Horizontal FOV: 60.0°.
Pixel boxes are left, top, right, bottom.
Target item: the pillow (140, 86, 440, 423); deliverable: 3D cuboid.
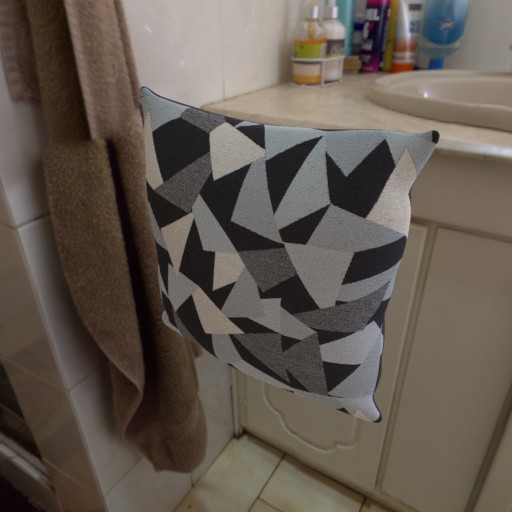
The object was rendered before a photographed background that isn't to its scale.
[{"bbox_3d":[0.000,0.000,0.743,0.503,0.496,0.208,18,34,29],"label":"pillow"}]
